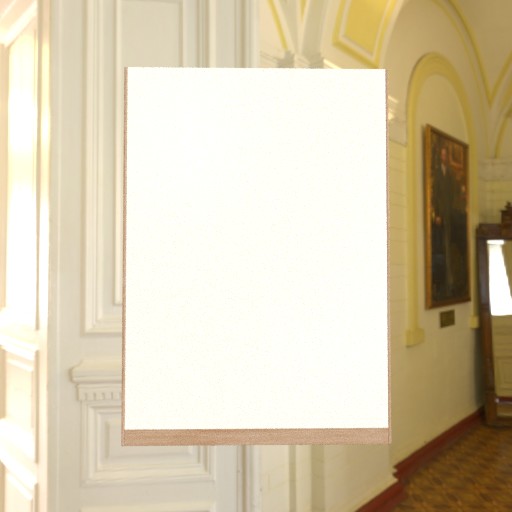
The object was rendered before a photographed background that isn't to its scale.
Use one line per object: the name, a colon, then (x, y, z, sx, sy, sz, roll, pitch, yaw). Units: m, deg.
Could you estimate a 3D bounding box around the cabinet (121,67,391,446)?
cabinet: (0.000, 0.000, 2.784, 1.500, 2.120, 0.590, 0, -2, -1)
